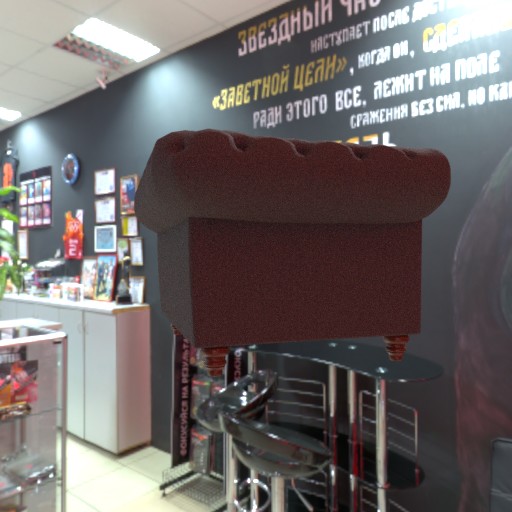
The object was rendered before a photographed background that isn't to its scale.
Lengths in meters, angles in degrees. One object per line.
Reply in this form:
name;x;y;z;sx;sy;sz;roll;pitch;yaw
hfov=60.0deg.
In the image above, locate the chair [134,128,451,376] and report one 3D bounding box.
chair;0.000;0.000;1.900;0.976;0.770;1.270;0;0;-18
